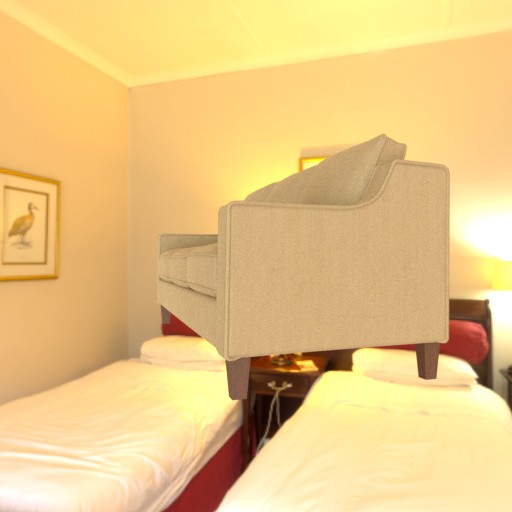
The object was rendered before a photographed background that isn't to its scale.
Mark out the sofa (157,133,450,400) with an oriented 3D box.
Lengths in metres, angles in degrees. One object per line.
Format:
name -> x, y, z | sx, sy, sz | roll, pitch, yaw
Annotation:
sofa -> 0.000, 0.000, 2.499 | 0.911, 0.974, 1.986 | 0, -1, -19
